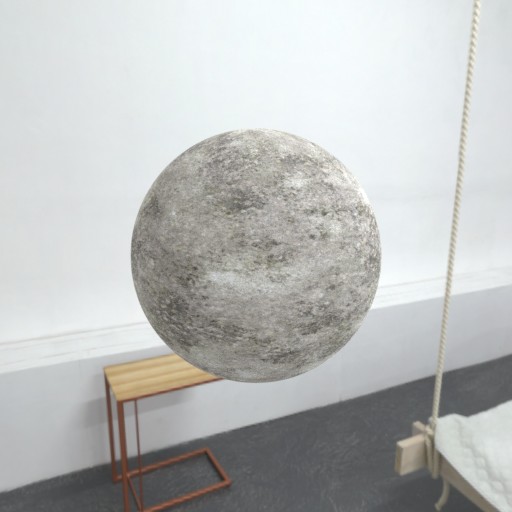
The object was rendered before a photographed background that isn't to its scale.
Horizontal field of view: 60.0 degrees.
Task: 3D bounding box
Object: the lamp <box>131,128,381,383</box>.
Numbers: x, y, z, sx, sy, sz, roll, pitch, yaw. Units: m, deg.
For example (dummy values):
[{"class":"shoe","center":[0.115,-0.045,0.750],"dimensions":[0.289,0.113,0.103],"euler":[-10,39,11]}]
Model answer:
[{"class":"lamp","center":[0.000,0.000,0.774],"dimensions":[0.422,0.429,0.422],"euler":[0,15,0]}]
